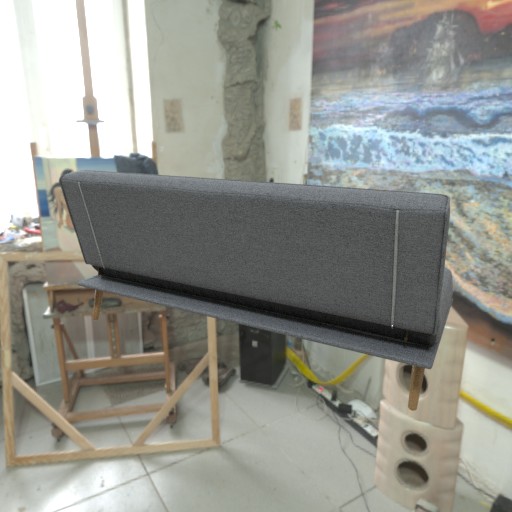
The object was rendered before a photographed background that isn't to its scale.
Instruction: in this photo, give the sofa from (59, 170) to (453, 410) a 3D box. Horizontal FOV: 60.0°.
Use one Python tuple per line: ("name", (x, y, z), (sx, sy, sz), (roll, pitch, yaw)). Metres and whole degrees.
("sofa", (0.000, 0.000, 2.245), (1.820, 0.830, 0.810), (9, 19, 27))
